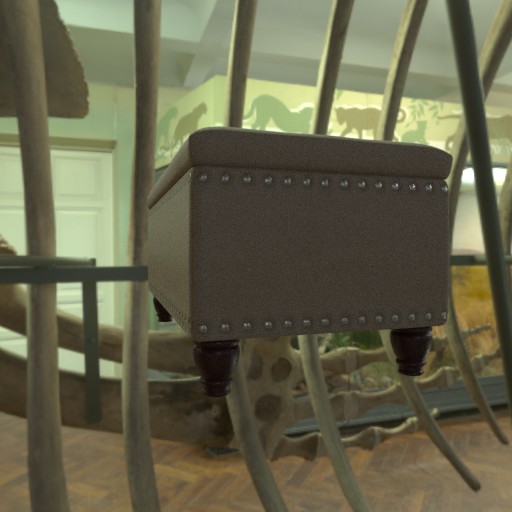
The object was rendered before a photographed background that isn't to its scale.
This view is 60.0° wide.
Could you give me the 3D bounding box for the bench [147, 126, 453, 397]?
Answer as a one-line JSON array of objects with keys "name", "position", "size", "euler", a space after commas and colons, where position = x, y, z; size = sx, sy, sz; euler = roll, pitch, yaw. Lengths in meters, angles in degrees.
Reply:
[{"name": "bench", "position": [0.000, 0.000, 1.177], "size": [0.500, 0.449, 0.887], "euler": [0, 1, -18]}]
